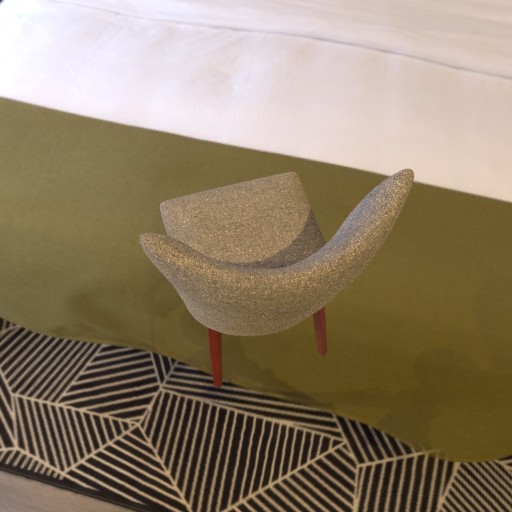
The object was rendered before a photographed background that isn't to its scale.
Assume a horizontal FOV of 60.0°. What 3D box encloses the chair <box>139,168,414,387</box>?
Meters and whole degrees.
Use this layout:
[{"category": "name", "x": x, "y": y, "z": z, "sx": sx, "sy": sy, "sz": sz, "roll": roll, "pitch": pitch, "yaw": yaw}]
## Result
[{"category": "chair", "x": 0.000, "y": 0.000, "z": 1.289, "sx": 0.535, "sy": 0.924, "sz": 0.623, "roll": -15, "pitch": 60, "yaw": -9}]
